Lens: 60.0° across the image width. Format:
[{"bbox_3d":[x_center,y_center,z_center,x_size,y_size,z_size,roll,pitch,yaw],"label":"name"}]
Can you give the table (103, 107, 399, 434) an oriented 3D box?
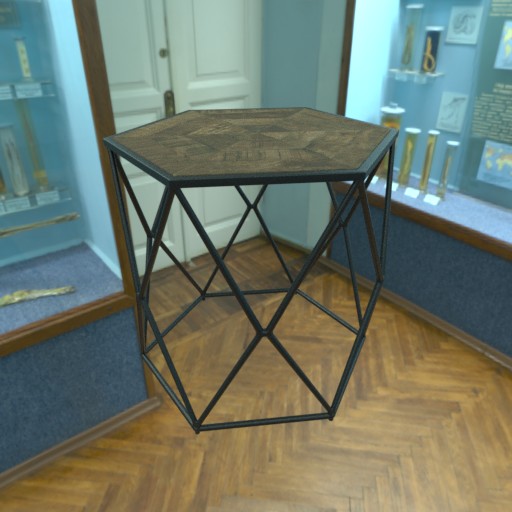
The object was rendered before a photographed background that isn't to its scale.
[{"bbox_3d":[0.000,0.000,1.026,0.579,0.564,0.578,-19,35,-31],"label":"table"}]
